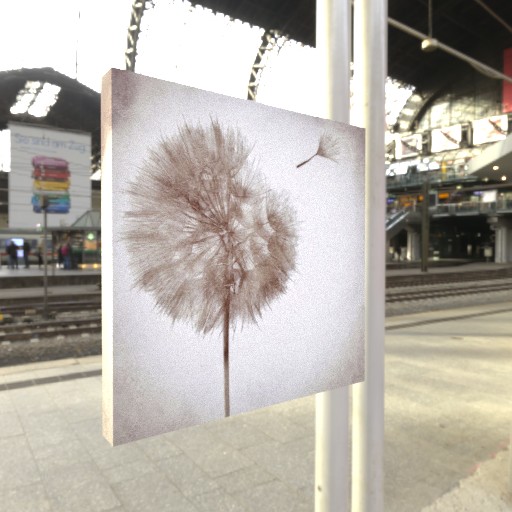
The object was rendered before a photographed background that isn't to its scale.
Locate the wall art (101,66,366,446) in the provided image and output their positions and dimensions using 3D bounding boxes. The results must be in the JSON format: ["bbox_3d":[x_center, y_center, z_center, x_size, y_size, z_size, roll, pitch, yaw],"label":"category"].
[{"bbox_3d":[0.000,0.000,0.453,0.303,0.303,0.028,-1,1,-36],"label":"wall art"}]
